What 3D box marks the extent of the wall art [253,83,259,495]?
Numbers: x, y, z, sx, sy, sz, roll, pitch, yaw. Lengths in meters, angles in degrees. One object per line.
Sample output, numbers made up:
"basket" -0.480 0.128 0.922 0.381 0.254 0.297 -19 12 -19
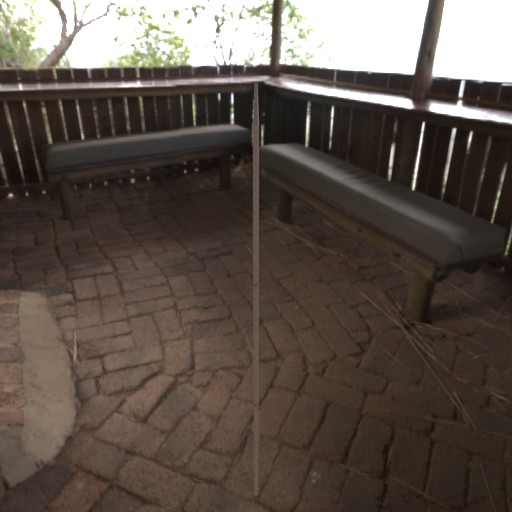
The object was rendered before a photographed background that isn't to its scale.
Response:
"wall art" 0.000 0.000 2.239 0.017 1.521 1.527 0 25 0
